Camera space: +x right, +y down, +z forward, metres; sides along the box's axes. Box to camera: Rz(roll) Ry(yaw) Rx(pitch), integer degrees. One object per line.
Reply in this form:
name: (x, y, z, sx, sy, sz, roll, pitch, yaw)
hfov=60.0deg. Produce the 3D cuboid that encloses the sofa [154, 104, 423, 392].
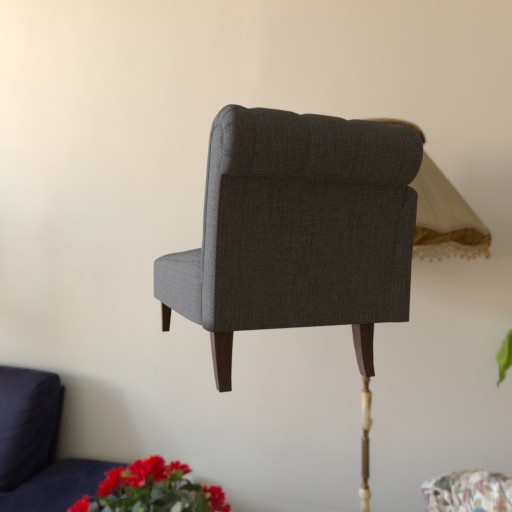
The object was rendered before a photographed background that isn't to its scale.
sofa: (0.000, 0.000, 1.823, 0.675, 0.787, 1.379, 0, 0, -20)
